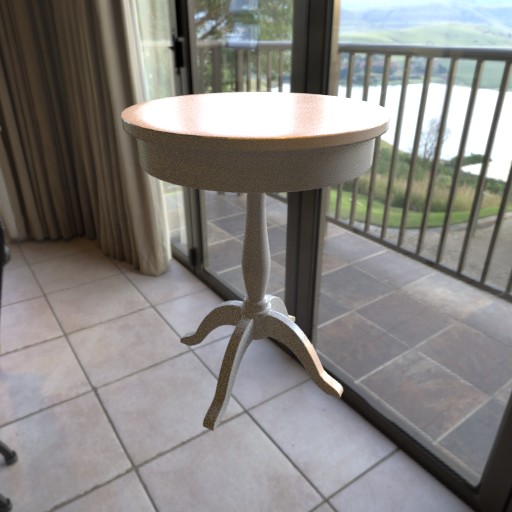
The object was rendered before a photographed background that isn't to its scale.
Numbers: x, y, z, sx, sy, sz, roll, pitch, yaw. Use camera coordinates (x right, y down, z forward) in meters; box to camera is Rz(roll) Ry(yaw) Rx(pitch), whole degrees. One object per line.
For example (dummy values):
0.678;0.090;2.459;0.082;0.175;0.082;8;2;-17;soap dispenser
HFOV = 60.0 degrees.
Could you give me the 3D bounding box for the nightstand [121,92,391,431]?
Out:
0.000;0.000;1.021;0.513;0.653;0.513;19;33;32;nightstand
